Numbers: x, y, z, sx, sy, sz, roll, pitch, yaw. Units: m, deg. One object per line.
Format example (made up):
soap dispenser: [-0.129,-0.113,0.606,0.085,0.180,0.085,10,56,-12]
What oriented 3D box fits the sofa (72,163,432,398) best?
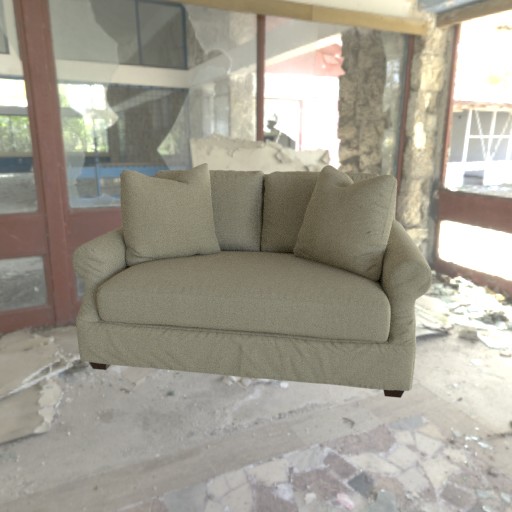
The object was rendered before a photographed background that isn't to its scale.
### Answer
sofa: [0.000,0.000,2.240,1.550,0.905,1.070,3,15,10]
